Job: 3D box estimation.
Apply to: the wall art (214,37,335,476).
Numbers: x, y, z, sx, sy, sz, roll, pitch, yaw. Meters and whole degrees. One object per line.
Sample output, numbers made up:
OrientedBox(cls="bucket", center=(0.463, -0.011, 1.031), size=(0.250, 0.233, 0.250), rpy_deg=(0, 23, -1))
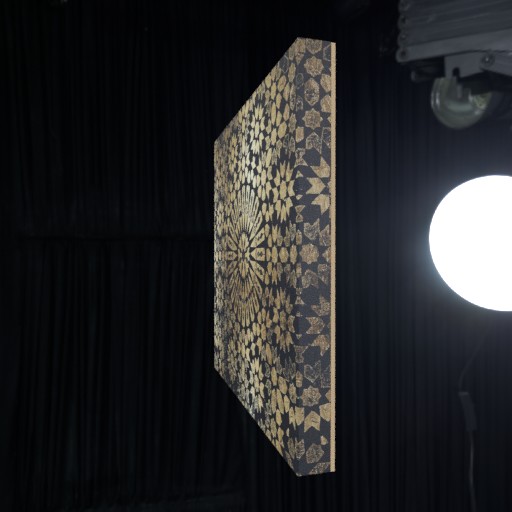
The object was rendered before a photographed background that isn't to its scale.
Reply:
OrientedBox(cls="wall art", center=(0.000, 0.000, 0.607), size=(0.038, 0.405, 0.405), rpy_deg=(0, 1, -16))
